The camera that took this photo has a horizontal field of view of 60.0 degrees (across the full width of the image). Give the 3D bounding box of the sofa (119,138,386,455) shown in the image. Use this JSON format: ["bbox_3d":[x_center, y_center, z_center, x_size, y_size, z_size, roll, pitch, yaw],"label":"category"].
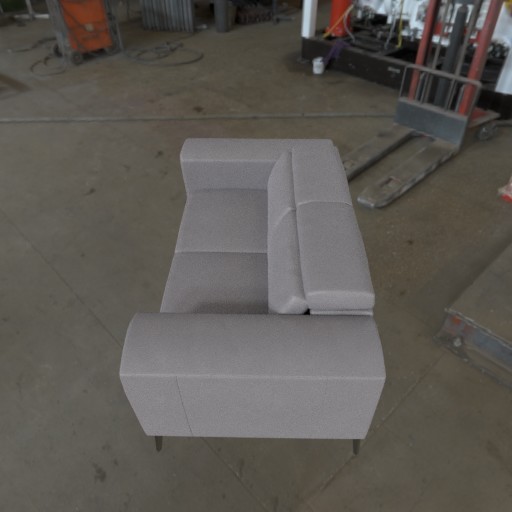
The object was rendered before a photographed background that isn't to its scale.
[{"bbox_3d":[0.000,0.000,2.459,1.003,0.779,1.895,1,41,1],"label":"sofa"}]
